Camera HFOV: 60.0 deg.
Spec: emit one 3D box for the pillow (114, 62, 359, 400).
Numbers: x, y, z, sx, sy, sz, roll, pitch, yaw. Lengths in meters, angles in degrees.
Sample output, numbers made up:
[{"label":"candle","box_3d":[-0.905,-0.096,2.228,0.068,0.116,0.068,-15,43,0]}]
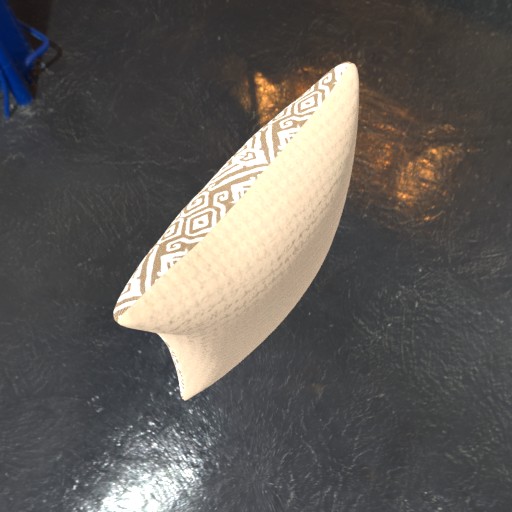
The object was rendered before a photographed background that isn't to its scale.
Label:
[{"label":"pillow","box_3d":[0.000,0.000,0.646,0.173,0.407,0.419,33,68,15]}]
